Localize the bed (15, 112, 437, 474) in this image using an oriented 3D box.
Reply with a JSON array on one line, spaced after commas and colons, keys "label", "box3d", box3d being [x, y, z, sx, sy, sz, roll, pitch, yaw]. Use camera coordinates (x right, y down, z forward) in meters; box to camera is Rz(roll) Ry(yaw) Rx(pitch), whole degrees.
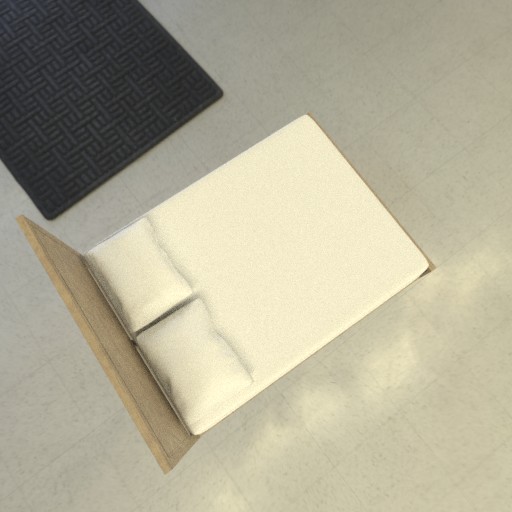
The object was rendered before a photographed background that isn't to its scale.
[{"label": "bed", "box3d": [0.000, 0.000, 3.149, 2.189, 1.369, 1.606, -34, 78, -8]}]
